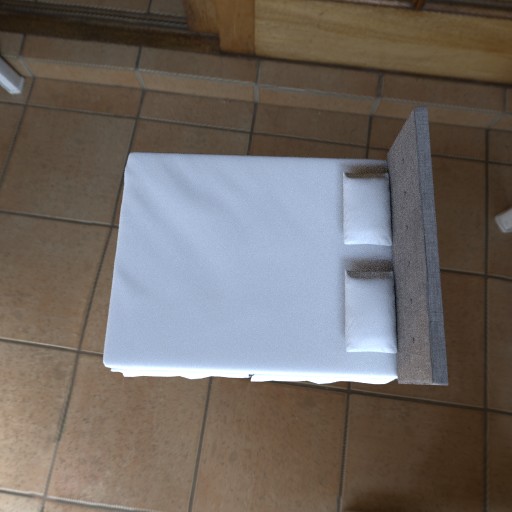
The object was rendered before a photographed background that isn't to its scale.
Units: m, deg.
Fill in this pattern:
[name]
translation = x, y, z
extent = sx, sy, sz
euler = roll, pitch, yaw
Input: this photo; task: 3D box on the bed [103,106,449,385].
[bed]
translation = 0.000, 0.000, 2.965
extent = 1.958, 1.168, 1.621
euler = 2, 75, 1
